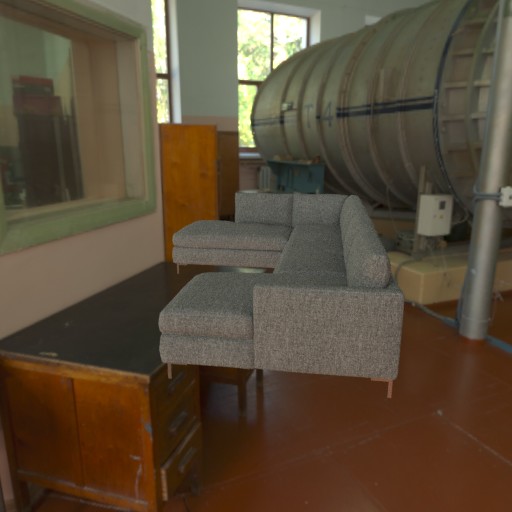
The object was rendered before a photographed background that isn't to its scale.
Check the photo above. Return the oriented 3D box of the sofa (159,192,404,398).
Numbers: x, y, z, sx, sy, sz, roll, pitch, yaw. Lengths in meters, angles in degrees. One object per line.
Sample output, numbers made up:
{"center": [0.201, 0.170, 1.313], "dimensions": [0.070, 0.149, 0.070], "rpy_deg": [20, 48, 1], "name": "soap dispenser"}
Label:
{"center": [0.000, 0.000, 3.578], "dimensions": [1.879, 0.756, 2.737], "rpy_deg": [2, 15, 9], "name": "sofa"}
